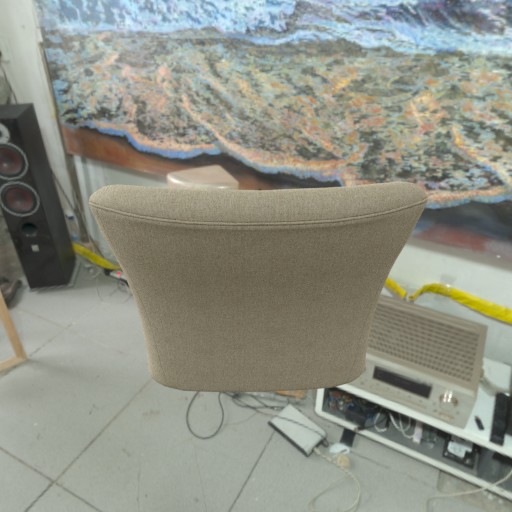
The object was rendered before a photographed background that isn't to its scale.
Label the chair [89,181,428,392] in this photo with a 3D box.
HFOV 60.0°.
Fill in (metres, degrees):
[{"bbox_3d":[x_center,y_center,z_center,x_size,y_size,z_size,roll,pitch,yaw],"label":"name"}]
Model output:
[{"bbox_3d":[0.000,0.000,1.578,0.864,0.856,0.923,-1,32,-1],"label":"chair"}]
